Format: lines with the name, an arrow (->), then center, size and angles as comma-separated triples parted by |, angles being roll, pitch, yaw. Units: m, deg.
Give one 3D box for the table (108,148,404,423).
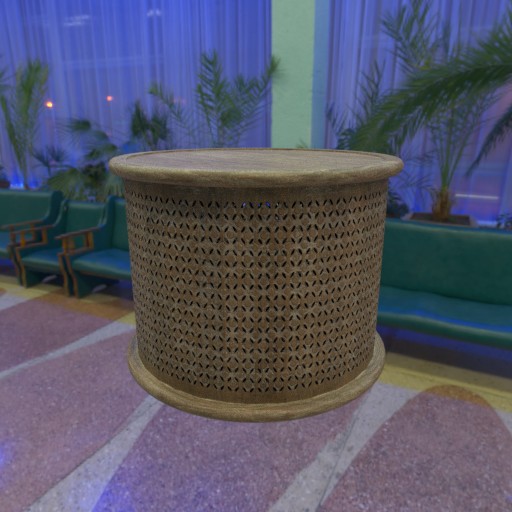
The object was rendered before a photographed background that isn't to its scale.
table -> 0.000, 0.000, 1.017 | 0.607, 0.450, 0.607 | 0, 17, 0
